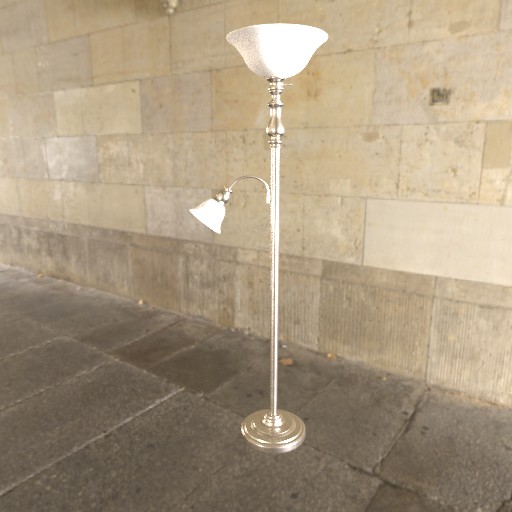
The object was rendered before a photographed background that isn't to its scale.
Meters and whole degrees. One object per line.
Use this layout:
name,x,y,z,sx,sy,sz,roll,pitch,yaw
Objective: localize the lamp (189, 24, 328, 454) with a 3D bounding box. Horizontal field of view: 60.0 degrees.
lamp,0.000,0.000,1.964,0.575,1.785,0.405,-2,13,-8
